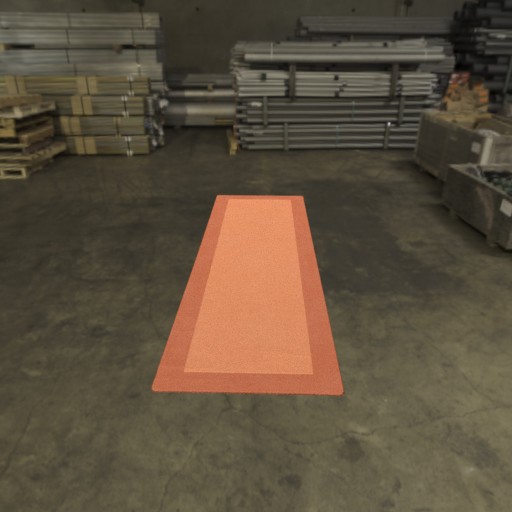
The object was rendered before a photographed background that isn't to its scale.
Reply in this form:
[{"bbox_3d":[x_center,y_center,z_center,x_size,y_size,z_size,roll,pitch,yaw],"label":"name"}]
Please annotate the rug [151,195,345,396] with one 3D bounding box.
[{"bbox_3d":[0.000,0.000,2.808,0.914,0.013,2.471,-1,26,-2],"label":"rug"}]
